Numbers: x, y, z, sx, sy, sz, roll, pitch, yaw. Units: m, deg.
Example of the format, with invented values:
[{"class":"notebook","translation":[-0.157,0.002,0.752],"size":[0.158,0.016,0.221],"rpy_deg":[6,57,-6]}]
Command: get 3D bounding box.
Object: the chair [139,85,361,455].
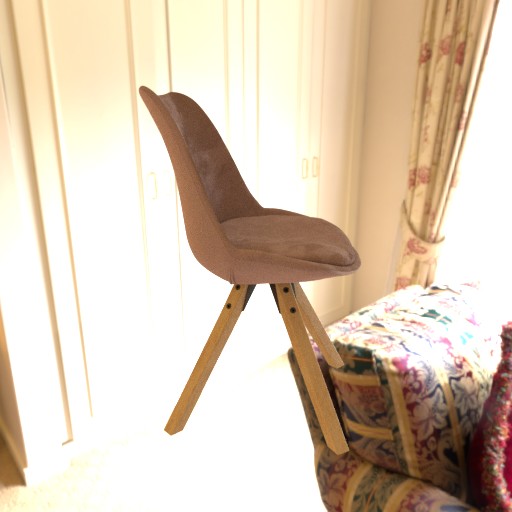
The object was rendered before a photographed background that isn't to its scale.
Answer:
[{"class":"chair","translation":[0.000,0.000,1.193],"size":[0.550,0.850,0.485],"rpy_deg":[3,17,9]}]
